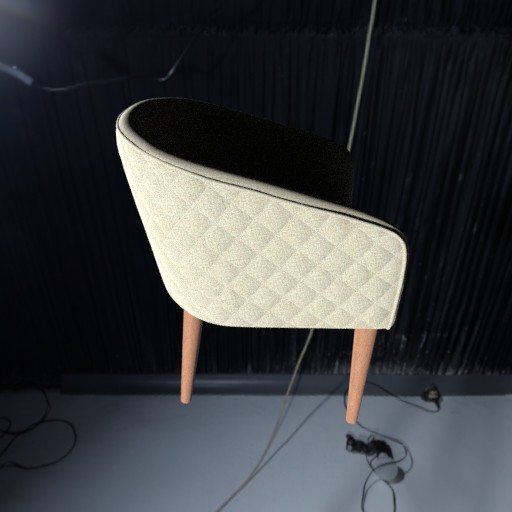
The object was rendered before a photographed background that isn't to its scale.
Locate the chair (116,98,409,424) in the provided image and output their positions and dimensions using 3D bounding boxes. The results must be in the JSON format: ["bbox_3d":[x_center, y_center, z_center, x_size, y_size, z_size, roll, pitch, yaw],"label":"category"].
[{"bbox_3d":[0.000,0.000,1.201,0.616,0.775,0.584,-1,30,-1],"label":"chair"}]
